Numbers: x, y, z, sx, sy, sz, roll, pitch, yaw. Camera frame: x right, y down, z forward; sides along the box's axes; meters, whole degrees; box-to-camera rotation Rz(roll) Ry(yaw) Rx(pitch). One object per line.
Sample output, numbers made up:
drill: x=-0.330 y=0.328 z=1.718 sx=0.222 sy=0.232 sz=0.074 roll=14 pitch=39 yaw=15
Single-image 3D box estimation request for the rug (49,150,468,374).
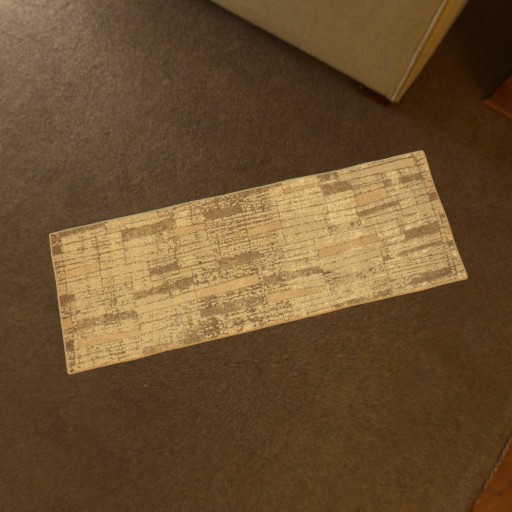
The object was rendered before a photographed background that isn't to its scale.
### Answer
rug: x=0.000 y=0.000 z=2.654 sx=2.383 sy=0.018 sz=0.857 roll=-13 pitch=77 yaw=-3
